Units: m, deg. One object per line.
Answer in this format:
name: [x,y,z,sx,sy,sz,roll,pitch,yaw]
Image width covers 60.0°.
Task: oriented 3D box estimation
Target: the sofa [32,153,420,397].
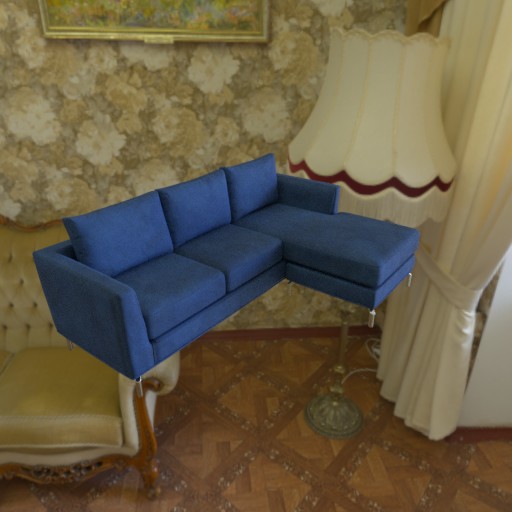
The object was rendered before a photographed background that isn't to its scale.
sofa: [0.000,0.000,3.254,1.622,0.987,2.438,18,31,33]
